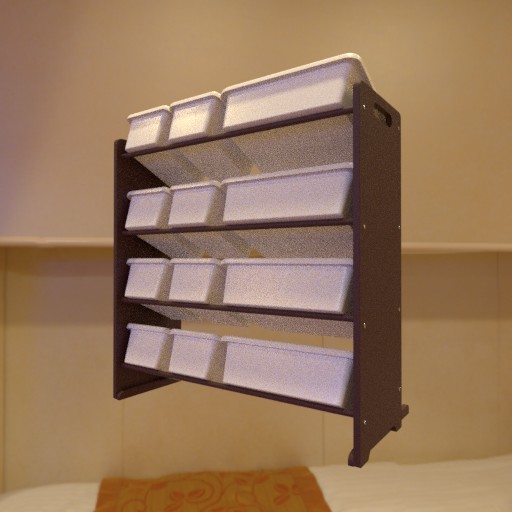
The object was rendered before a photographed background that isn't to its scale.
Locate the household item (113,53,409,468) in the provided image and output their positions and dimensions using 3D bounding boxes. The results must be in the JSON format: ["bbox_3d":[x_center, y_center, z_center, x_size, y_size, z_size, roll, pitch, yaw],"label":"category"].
[{"bbox_3d":[0.000,0.000,1.278,0.787,0.864,0.389,0,-1,35],"label":"household item"}]
